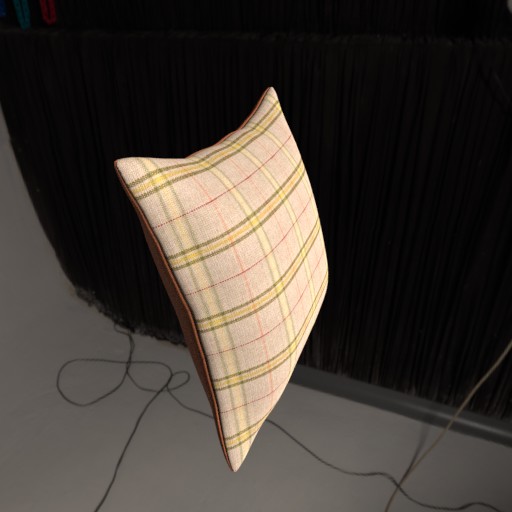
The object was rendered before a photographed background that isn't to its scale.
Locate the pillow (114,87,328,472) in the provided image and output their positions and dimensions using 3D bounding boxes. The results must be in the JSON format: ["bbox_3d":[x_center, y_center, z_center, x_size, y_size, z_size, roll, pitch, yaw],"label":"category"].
[{"bbox_3d":[0.000,0.000,0.694,0.200,0.430,0.453,11,31,18],"label":"pillow"}]
